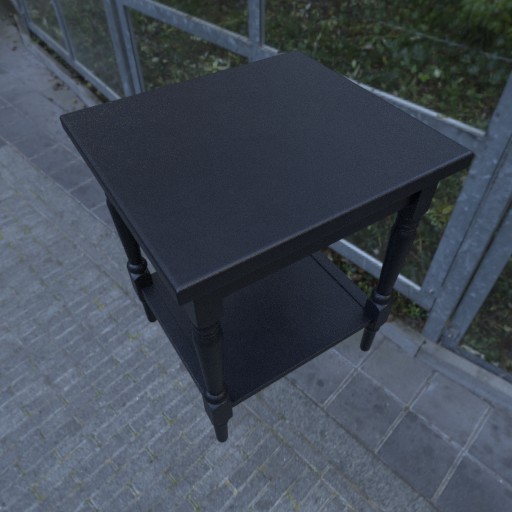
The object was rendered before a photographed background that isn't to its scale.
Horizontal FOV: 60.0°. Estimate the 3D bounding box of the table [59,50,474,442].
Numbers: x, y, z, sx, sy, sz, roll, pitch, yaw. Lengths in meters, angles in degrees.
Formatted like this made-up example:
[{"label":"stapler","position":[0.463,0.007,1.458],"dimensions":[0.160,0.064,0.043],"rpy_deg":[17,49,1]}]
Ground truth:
[{"label":"table","position":[0.000,0.000,0.897],"dimensions":[0.488,0.565,0.442],"rpy_deg":[-25,52,-22]}]
